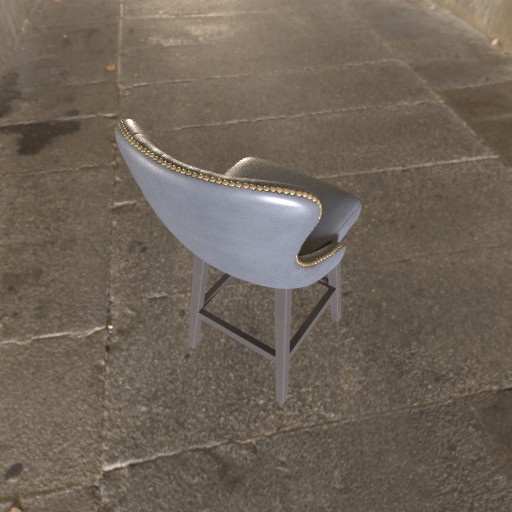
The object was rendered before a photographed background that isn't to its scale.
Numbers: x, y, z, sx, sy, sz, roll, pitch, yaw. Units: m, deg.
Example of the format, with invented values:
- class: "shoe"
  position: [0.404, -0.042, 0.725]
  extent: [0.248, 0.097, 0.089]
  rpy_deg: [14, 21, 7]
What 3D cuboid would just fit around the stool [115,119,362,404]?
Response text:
- class: "stool"
  position: [0.000, 0.000, 1.349]
  extent: [0.528, 0.971, 0.593]
  rpy_deg: [26, 51, 23]
